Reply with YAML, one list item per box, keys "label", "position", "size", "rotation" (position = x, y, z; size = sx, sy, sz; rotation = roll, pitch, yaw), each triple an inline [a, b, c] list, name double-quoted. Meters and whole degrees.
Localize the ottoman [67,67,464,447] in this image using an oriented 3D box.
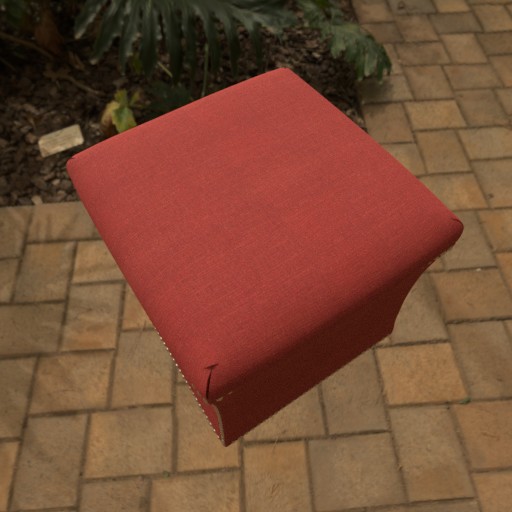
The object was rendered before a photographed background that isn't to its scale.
- label: "ottoman"
  position: [0.000, 0.000, 0.899]
  size: [0.497, 0.475, 0.507]
  rotation: [-29, 62, -17]
